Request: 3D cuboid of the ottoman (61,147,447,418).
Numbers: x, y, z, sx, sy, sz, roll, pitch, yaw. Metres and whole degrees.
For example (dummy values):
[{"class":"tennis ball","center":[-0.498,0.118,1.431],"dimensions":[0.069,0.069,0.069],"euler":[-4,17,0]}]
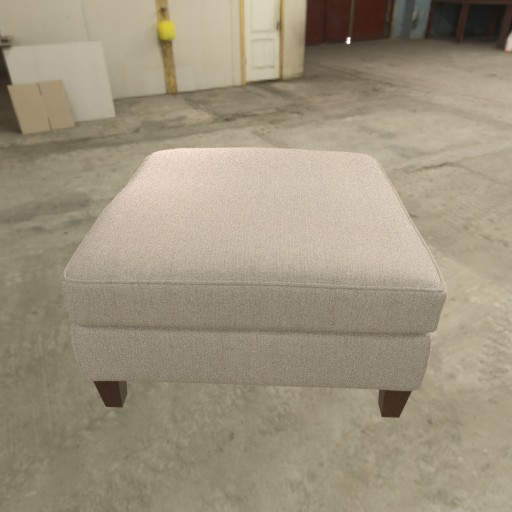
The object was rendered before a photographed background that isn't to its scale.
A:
[{"class":"ottoman","center":[0.000,0.000,1.349],"dimensions":[0.838,0.481,0.838],"euler":[1,32,2]}]
